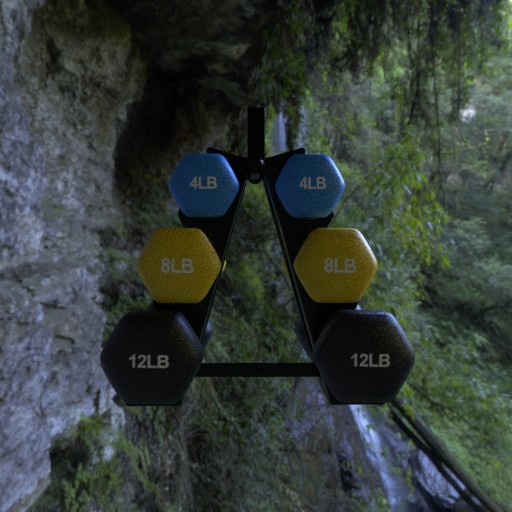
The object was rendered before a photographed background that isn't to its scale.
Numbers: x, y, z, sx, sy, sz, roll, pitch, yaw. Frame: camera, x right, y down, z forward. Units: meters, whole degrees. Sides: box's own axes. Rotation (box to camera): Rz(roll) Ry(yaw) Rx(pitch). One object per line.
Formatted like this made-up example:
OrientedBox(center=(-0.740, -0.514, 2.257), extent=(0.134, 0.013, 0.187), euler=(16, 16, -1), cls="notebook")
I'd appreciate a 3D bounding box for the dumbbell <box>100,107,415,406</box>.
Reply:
OrientedBox(center=(0.000, 0.000, 0.677), extent=(0.409, 0.426, 0.255), euler=(0, 0, -1), cls="dumbbell")
